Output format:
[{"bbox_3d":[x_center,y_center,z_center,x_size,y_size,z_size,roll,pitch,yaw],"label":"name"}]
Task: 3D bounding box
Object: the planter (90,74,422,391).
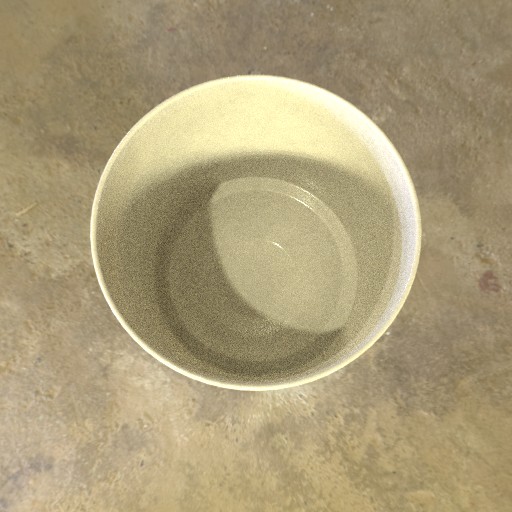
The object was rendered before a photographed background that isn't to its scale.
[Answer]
[{"bbox_3d":[0.000,0.000,0.450,0.250,0.239,0.250,0,76,0],"label":"planter"}]
